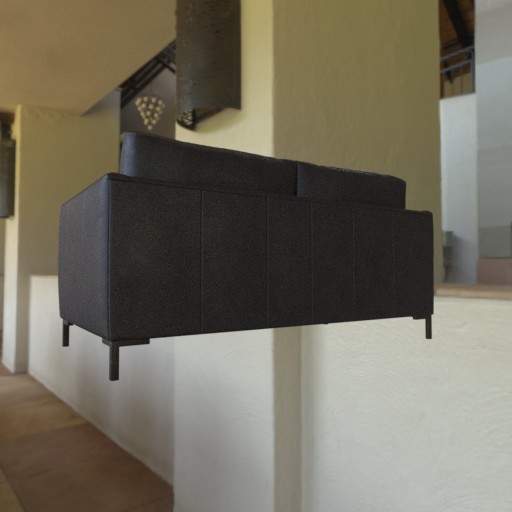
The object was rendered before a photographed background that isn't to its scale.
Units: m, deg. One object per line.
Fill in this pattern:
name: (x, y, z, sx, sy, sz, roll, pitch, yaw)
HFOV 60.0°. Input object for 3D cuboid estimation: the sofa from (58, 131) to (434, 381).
sofa: (0.000, 0.000, 2.291, 1.805, 0.883, 0.947, 2, -3, -35)
